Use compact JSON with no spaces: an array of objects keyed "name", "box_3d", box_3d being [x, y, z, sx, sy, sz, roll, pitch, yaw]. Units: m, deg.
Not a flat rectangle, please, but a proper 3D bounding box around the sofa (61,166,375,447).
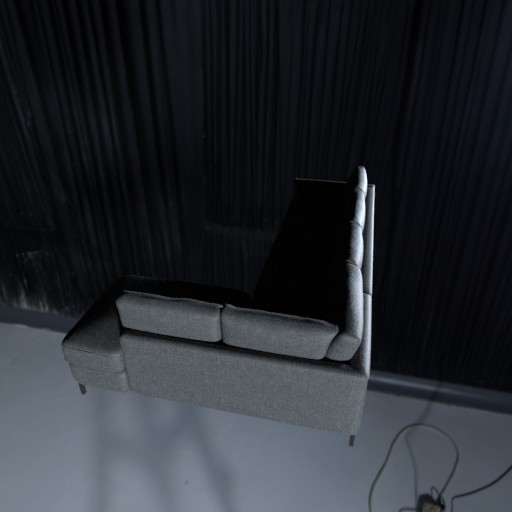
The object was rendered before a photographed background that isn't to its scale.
[{"name":"sofa","box_3d":[0.000,0.000,3.940,1.984,0.858,2.972,7,32,11]}]
